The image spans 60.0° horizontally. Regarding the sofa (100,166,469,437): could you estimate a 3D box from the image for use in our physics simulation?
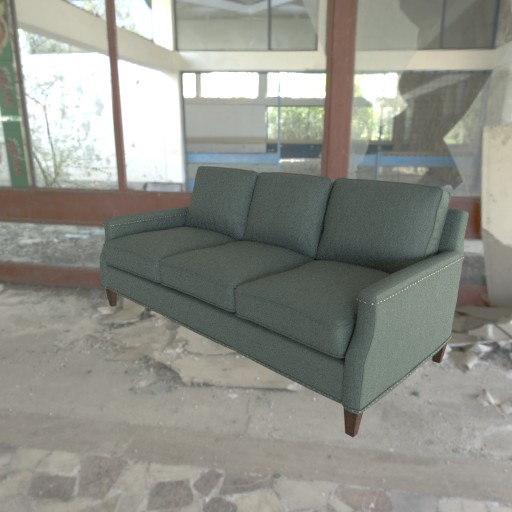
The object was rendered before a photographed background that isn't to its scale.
[{"bbox_3d":[0.000,0.000,2.833,2.246,1.003,1.084,15,22,42],"label":"sofa"}]
